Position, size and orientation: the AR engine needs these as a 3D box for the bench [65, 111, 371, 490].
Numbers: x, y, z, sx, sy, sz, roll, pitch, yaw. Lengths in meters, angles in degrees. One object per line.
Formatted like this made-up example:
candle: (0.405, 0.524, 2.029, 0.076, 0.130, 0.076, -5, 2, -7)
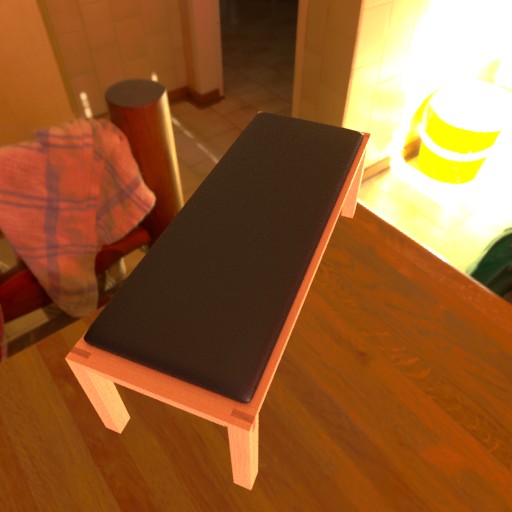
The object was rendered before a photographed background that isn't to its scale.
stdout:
bench: (0.000, 0.000, 1.446, 0.450, 0.430, 1.202, 16, 49, 15)
